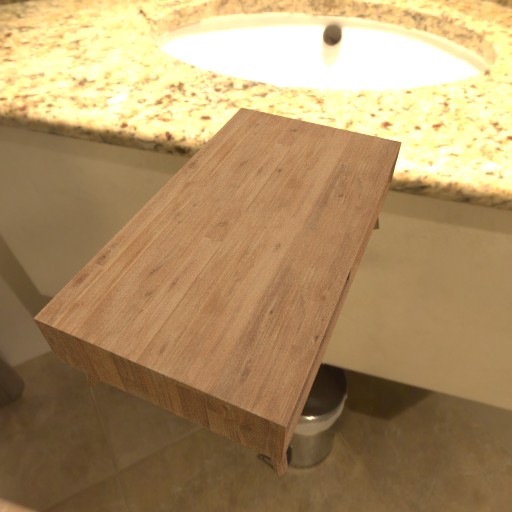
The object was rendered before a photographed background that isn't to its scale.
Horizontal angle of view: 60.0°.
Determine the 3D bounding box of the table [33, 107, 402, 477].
[{"bbox_3d":[0.000,0.000,2.057,0.918,0.531,1.619,18,48,17],"label":"table"}]
